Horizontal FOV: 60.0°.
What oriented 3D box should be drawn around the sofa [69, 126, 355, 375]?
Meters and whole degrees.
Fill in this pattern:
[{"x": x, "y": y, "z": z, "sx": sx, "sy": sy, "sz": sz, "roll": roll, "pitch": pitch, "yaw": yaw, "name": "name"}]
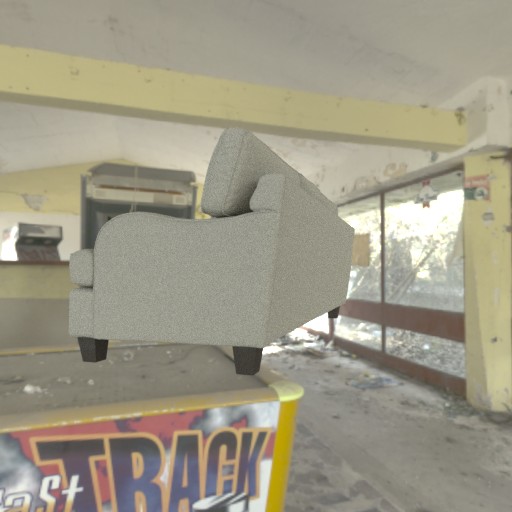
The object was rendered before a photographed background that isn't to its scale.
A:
[{"x": 0.000, "y": 0.000, "z": 2.882, "sx": 1.016, "sy": 0.997, "sz": 2.323, "roll": -1, "pitch": -2, "yaw": 19, "name": "sofa"}]
